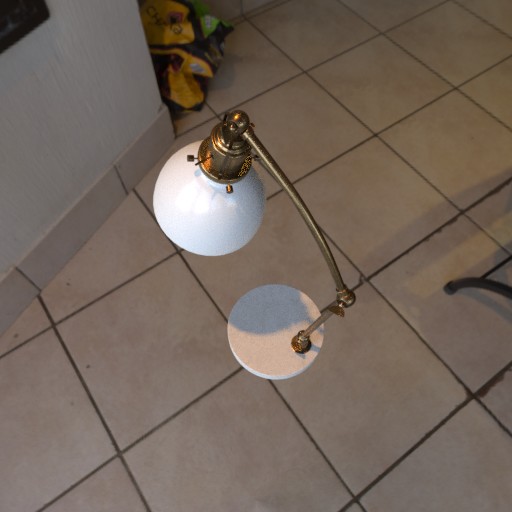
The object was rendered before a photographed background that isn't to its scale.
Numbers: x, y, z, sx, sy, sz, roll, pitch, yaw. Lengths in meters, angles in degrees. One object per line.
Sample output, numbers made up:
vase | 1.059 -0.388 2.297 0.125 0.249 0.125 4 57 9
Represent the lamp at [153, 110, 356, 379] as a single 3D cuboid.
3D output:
lamp | 0.000 0.000 0.659 0.317 0.522 0.186 32 66 16
